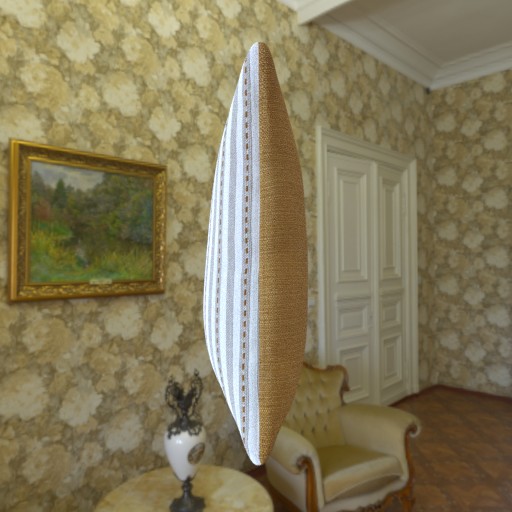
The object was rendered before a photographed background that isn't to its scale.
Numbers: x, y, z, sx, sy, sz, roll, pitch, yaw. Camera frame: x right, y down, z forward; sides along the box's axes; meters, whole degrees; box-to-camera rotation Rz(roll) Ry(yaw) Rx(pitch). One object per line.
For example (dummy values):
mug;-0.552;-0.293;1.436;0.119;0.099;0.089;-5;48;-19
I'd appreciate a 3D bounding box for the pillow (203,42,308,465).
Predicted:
pillow;0.000;0.000;0.665;0.147;0.437;0.432;0;-2;0
